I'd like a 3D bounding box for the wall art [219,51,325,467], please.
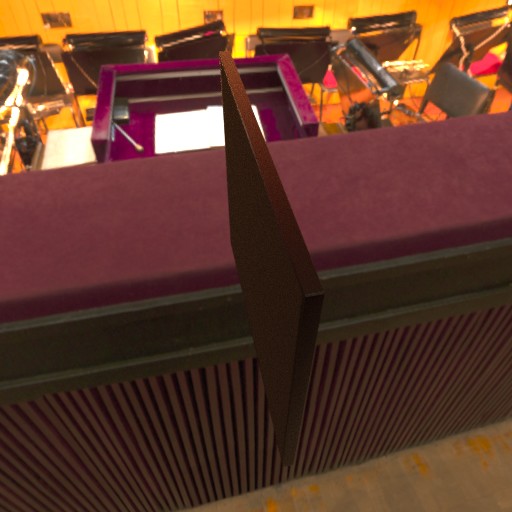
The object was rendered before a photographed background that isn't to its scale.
[{"bbox_3d":[0.000,0.000,0.726,0.018,0.450,0.521,-9,48,-8],"label":"wall art"}]
